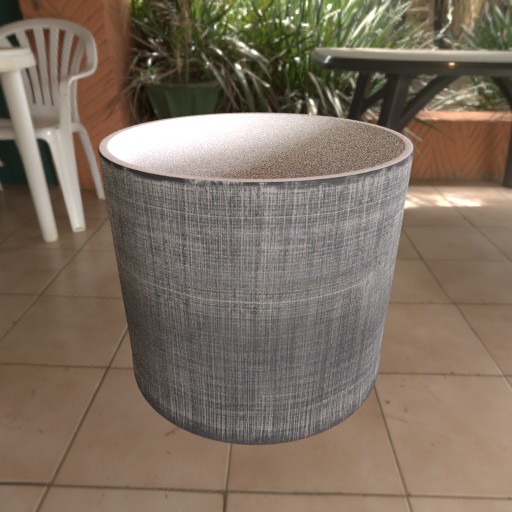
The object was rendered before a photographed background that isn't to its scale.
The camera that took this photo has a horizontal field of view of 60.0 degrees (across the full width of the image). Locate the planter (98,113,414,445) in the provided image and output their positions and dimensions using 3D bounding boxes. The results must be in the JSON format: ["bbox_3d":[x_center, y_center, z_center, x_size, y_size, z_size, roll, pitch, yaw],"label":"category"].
[{"bbox_3d":[0.000,0.000,0.297,0.178,0.157,0.178,0,27,0],"label":"planter"}]
